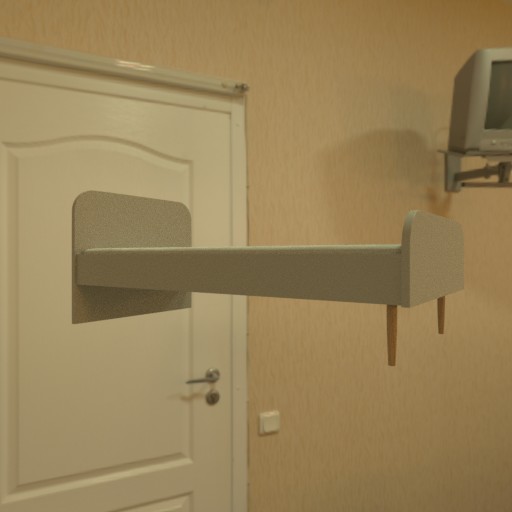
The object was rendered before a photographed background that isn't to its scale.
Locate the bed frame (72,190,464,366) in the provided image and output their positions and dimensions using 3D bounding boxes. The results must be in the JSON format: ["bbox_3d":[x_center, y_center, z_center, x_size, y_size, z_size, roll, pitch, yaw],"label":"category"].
[{"bbox_3d":[0.000,0.000,2.472,1.963,0.805,0.998,0,0,35],"label":"bed frame"}]
